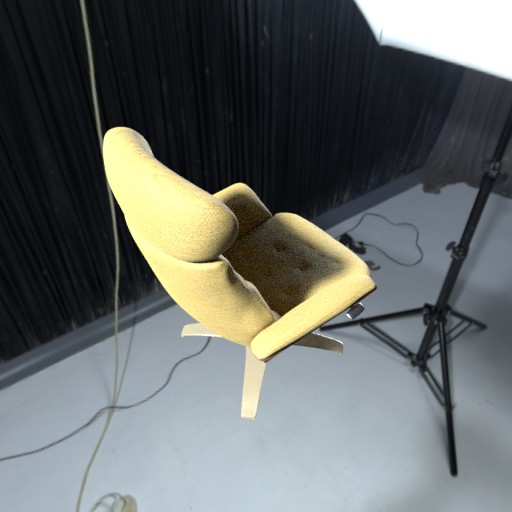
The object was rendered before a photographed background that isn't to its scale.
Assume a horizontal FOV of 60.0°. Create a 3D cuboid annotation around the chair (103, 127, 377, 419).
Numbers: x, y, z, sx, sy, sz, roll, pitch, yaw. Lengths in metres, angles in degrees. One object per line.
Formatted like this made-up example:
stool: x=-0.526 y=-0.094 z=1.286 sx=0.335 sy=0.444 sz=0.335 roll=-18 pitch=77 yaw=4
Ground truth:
chair: x=0.000 y=0.000 z=1.567 sx=0.837 sy=0.995 sz=0.785 roll=-25 pitch=46 yaw=-27
